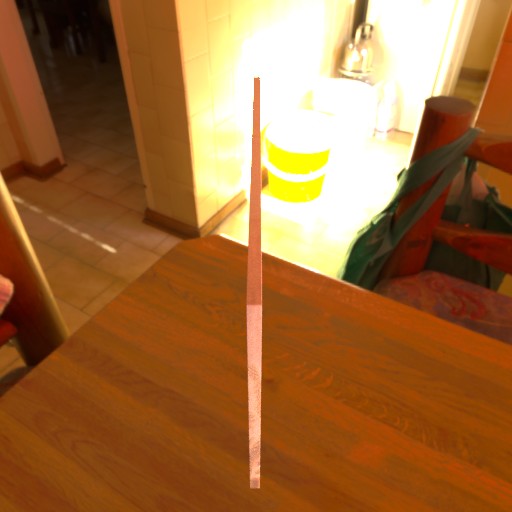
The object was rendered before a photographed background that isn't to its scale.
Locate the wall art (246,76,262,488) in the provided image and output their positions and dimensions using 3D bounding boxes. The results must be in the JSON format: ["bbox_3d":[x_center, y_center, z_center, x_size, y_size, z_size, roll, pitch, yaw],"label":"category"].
[{"bbox_3d":[0.000,0.000,1.926,0.038,1.012,1.525,0,41,0],"label":"wall art"}]
